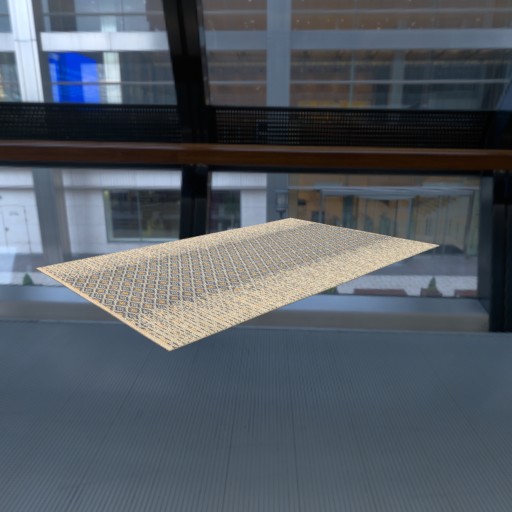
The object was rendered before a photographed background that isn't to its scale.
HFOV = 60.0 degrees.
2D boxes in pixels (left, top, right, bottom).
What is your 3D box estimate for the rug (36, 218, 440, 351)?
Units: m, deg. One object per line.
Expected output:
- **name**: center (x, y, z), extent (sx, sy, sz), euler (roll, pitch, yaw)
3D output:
- **rug**: center (0.000, 0.000, 3.132), extent (2.448, 0.008, 1.541), euler (-15, 21, -42)
